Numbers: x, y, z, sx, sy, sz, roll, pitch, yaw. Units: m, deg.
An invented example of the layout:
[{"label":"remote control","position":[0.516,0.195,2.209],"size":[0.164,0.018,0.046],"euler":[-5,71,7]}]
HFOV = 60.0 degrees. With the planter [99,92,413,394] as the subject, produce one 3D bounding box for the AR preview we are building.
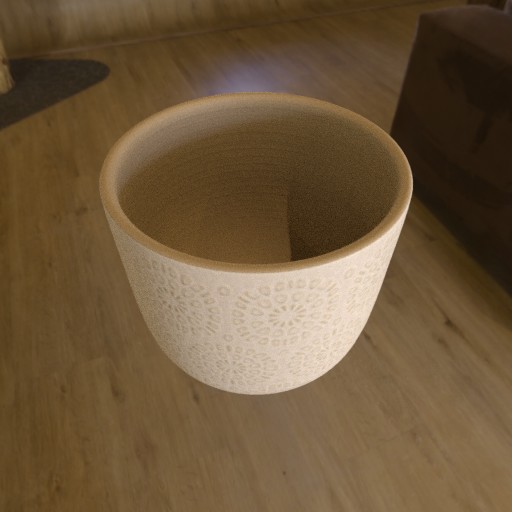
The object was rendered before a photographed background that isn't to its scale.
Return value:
[{"label":"planter","position":[0.000,0.000,0.300],"size":[0.170,0.152,0.170],"euler":[0,45,0]}]
